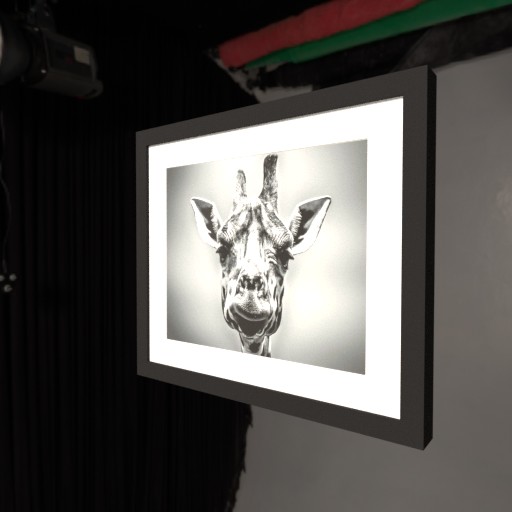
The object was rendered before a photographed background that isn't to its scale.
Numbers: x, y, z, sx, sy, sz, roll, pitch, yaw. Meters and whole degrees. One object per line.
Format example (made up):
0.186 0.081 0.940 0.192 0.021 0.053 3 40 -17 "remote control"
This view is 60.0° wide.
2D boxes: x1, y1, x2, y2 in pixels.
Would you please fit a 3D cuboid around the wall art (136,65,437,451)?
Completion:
0.000 0.000 0.503 0.381 0.330 0.031 1 2 36 "wall art"
